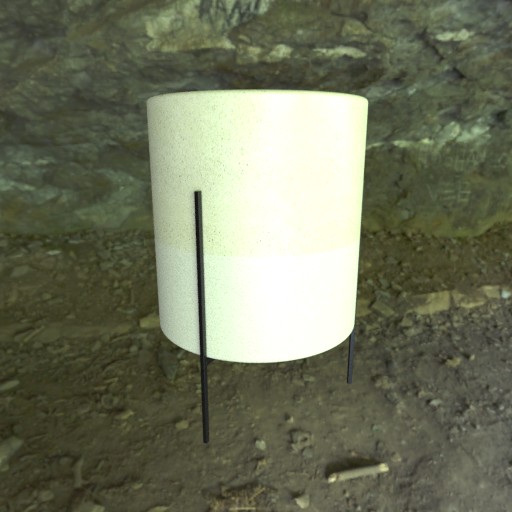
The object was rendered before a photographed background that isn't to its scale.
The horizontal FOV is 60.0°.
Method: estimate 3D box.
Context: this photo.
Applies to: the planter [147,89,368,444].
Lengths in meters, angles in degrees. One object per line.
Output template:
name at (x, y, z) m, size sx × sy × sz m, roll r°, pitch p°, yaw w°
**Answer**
planter at (0.000, 0.000, 0.724) m, size 0.324 × 0.483 × 0.333 m, roll 7°, pitch 17°, yaw 25°
